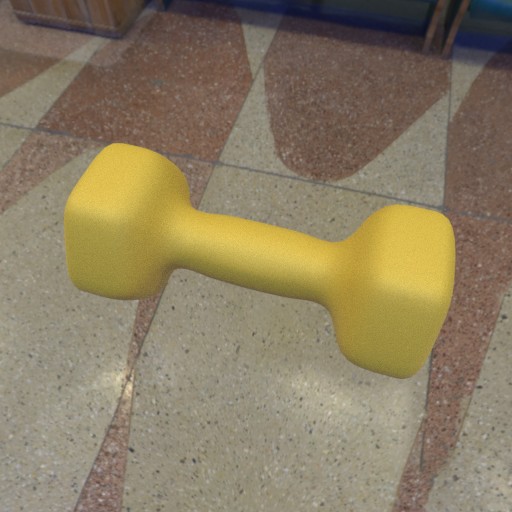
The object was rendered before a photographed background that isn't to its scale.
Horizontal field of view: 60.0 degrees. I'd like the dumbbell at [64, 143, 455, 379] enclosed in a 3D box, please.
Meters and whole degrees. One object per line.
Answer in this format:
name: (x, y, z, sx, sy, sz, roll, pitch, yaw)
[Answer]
dumbbell: (0.000, 0.000, 0.236, 0.190, 0.082, 0.090, 14, 58, 9)
